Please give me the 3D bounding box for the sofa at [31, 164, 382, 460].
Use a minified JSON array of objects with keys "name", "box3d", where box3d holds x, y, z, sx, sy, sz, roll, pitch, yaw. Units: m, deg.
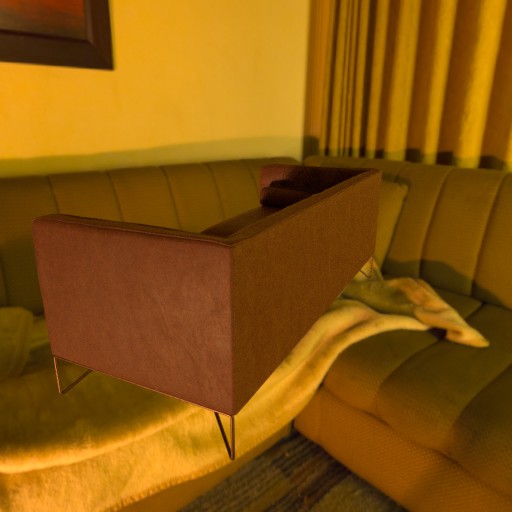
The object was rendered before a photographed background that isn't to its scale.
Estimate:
[{"name":"sofa","box3d":[0.000,0.000,2.473,0.912,0.798,2.079,9,20,26]}]
